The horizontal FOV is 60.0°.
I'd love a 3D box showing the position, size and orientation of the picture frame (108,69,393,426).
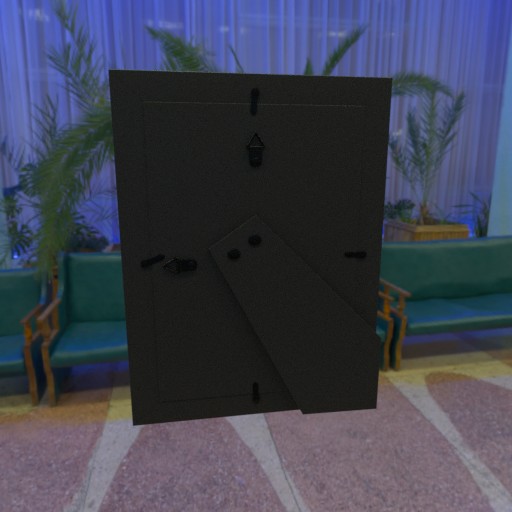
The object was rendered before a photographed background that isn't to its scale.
[{"bbox_3d":[0.000,0.000,0.271,0.157,0.208,0.028,-2,13,-9],"label":"picture frame"}]
